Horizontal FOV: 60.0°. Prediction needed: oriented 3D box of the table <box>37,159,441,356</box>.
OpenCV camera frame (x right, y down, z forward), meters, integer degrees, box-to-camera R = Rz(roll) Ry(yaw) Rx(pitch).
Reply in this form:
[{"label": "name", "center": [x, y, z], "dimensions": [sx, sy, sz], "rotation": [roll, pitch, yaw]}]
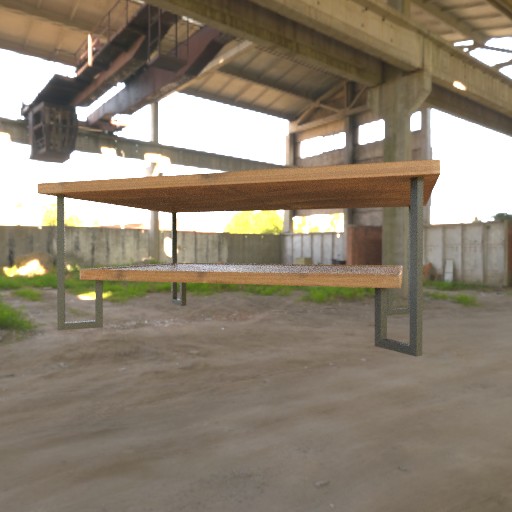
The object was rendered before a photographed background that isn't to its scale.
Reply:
[{"label": "table", "center": [0.000, 0.000, 1.686], "dimensions": [1.238, 0.492, 0.877], "rotation": [0, 1, 19]}]
